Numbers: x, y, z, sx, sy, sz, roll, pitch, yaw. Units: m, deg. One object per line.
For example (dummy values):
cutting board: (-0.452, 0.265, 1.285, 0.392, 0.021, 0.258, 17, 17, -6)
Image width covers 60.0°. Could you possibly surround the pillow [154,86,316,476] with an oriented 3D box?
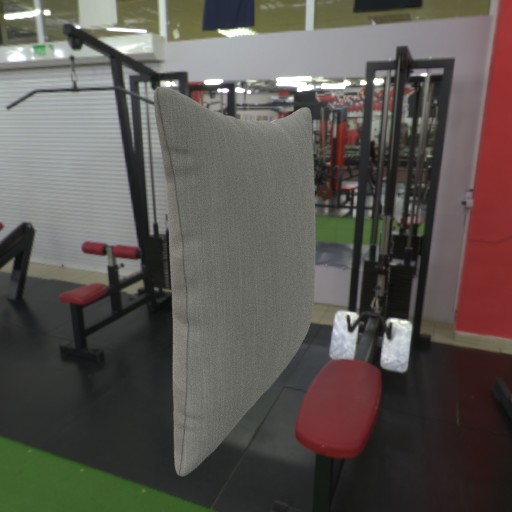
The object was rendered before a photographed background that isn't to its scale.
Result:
pillow: (0.000, 0.000, 0.765, 0.161, 0.509, 0.511, 7, 17, 23)
